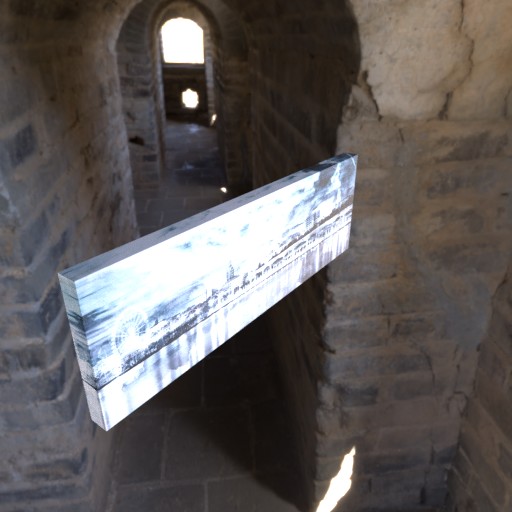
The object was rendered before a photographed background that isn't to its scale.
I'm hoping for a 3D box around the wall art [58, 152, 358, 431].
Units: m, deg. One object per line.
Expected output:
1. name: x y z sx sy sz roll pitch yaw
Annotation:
1. wall art: 0.000 0.000 0.862 0.037 0.251 0.759 19 33 33
